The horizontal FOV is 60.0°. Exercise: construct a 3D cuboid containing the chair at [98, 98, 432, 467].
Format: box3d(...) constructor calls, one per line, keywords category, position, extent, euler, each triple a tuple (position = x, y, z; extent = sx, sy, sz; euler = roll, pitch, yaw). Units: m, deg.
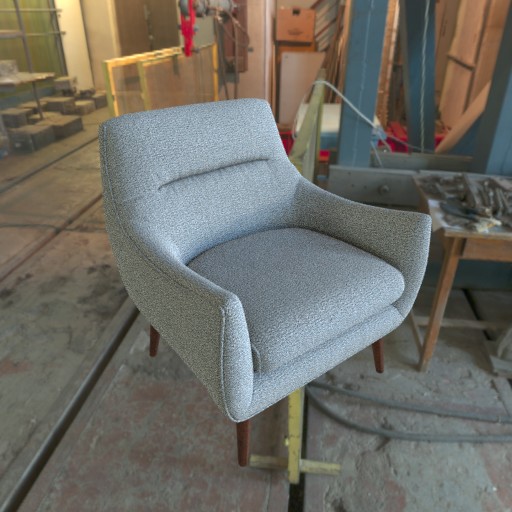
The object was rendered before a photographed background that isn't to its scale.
box3d(category="chair", position=(0.000, 0.000, 1.415), extent=(0.762, 0.838, 0.787), euler=(-20, 35, -32))
